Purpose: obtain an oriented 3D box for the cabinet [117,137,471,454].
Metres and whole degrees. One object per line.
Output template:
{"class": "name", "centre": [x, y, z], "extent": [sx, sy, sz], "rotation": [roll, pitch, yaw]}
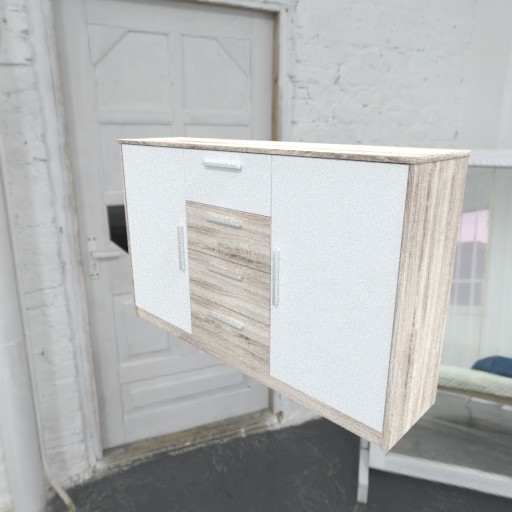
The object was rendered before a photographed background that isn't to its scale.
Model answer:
{"class": "cabinet", "centre": [0.000, 0.000, 1.830], "extent": [1.450, 0.900, 0.380], "rotation": [16, 23, 42]}
